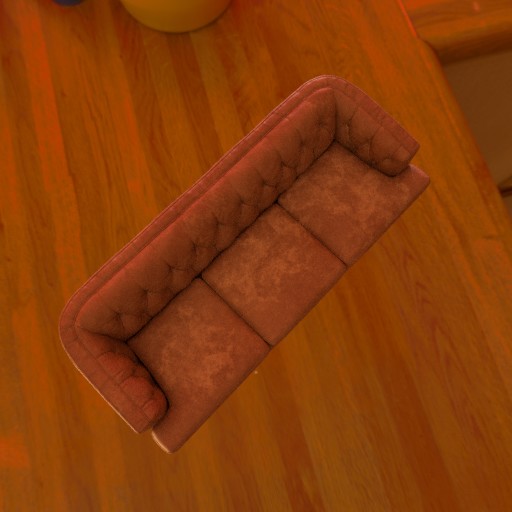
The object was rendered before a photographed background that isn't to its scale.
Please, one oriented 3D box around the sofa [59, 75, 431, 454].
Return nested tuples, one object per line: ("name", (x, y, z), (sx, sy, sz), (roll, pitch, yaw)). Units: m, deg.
("sofa", (0.000, 0.000, 2.684), (0.922, 0.791, 2.257), (43, 79, 10))
